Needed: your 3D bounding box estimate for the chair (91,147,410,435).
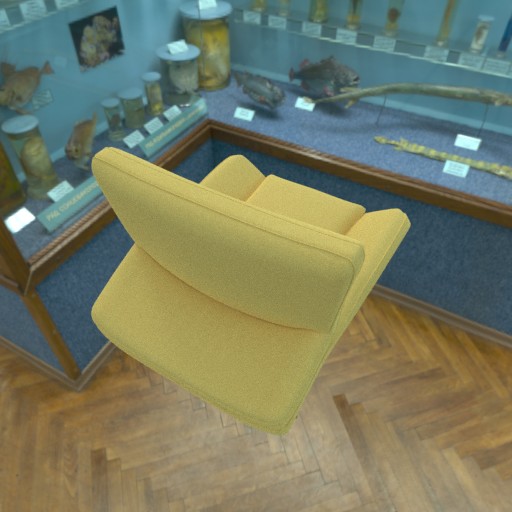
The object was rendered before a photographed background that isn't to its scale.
[{"bbox_3d":[0.000,0.000,1.606,0.859,0.855,1.008,23,50,21],"label":"chair"}]
